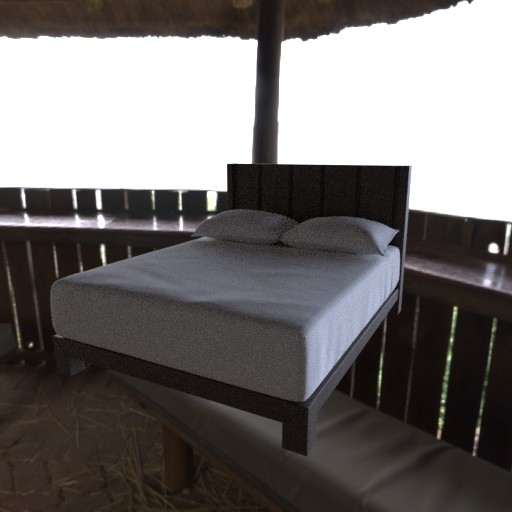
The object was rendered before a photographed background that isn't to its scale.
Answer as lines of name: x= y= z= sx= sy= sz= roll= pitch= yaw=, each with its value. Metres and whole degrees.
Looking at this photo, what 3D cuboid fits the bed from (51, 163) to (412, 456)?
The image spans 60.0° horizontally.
bed: x=0.000 y=0.000 z=3.245 sx=1.727 sy=1.270 sz=2.242 roll=7 pitch=15 yaw=27
